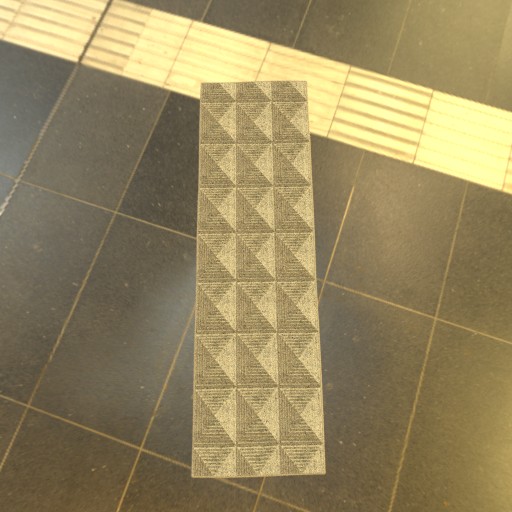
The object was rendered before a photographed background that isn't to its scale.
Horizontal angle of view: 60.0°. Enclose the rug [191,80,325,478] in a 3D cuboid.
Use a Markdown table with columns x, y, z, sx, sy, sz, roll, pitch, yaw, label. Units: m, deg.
| x | y | z | sx | sy | sz | roll | pitch | yaw | label |
| --- | --- | --- | --- | --- | --- | --- | --- | --- | --- |
| 0.000 | 0.000 | 2.391 | 0.645 | 0.015 | 2.182 | -1 | 75 | 0 | rug |
